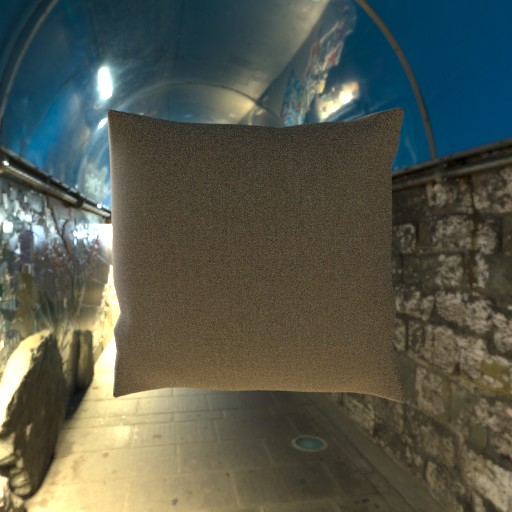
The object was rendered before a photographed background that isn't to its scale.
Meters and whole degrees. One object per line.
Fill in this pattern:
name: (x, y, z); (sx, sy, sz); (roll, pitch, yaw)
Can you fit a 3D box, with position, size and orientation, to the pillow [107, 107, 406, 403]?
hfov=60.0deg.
pillow: (0.000, 0.000, 0.760); (0.508, 0.498, 0.215); (0, 1, 2)
